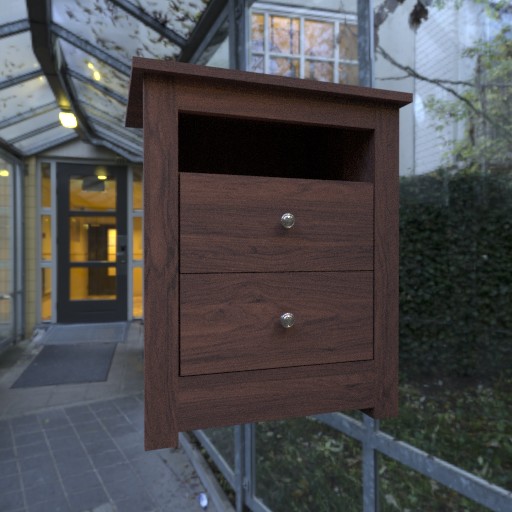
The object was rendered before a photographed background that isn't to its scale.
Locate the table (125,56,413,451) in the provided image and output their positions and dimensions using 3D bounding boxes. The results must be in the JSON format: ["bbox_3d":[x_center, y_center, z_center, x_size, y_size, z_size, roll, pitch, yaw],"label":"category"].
[{"bbox_3d":[0.000,0.000,1.066,0.589,0.711,0.406,0,1,-18],"label":"table"}]
